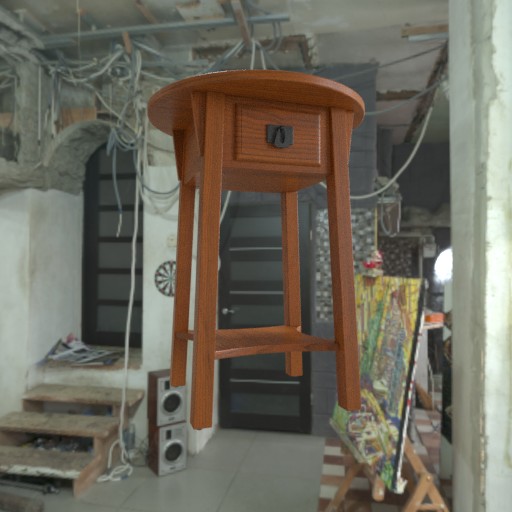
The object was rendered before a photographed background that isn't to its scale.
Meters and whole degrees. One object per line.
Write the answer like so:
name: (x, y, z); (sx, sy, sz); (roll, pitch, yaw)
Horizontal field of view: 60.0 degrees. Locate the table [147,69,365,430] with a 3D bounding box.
table: (0.000, 0.000, 0.955); (0.457, 0.610, 0.457); (0, -1, 0)
